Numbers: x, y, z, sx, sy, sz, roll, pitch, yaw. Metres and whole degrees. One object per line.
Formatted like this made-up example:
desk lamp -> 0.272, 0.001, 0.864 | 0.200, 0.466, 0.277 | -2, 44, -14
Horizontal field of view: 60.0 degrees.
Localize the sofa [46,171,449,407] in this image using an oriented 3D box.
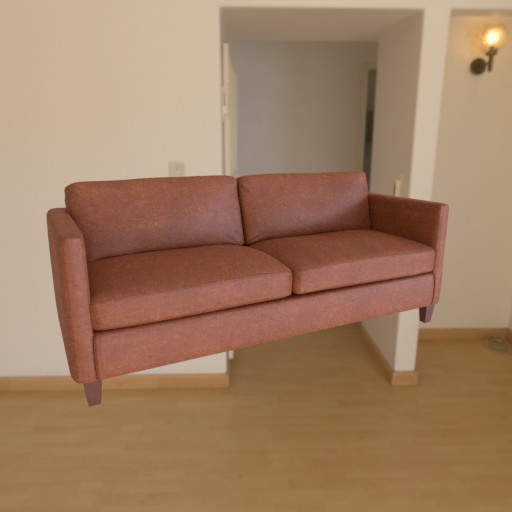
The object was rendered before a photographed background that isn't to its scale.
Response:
sofa -> 0.000, 0.000, 2.656 | 2.204, 0.932, 0.950 | -7, 16, -26
